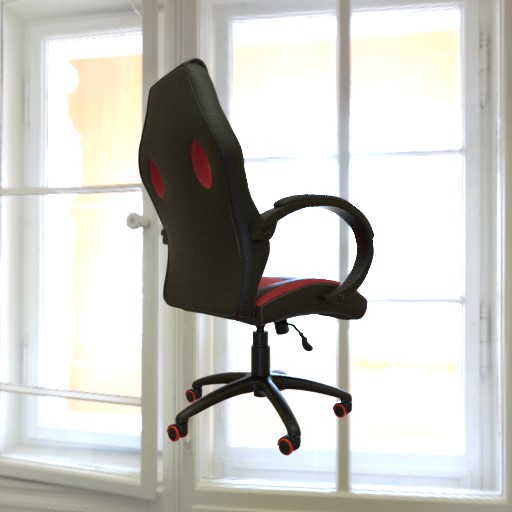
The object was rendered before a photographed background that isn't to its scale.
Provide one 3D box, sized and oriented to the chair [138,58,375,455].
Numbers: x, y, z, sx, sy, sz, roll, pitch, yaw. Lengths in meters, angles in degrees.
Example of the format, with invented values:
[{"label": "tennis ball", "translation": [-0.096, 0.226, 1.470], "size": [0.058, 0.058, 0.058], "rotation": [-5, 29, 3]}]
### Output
[{"label": "chair", "translation": [0.000, 0.000, 1.611], "size": [0.724, 1.187, 0.673], "rotation": [0, 1, -37]}]
